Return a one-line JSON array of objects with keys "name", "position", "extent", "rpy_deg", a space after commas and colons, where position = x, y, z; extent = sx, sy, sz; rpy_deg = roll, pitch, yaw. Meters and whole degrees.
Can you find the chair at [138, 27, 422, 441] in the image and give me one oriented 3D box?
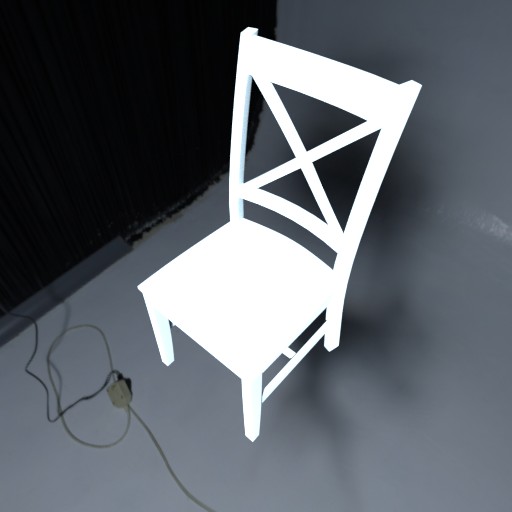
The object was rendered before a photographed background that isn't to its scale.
[{"name": "chair", "position": [0.000, 0.000, 1.262], "extent": [0.485, 0.983, 0.542], "rpy_deg": [33, 55, 27]}]
